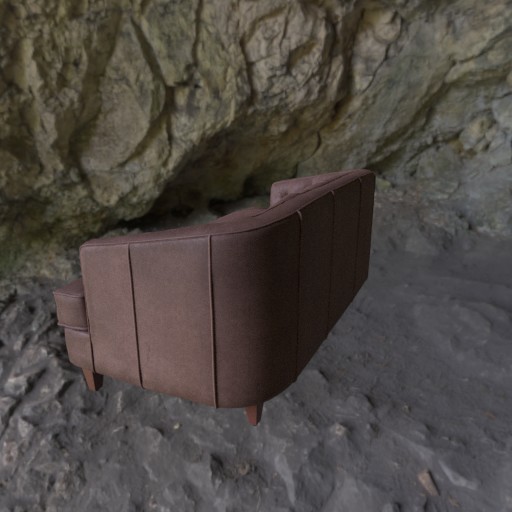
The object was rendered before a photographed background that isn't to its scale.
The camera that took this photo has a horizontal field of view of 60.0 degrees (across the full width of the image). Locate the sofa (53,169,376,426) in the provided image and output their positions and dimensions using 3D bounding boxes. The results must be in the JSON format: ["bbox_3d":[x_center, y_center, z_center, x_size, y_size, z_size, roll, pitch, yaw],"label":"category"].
[{"bbox_3d":[0.000,0.000,2.241,0.917,0.799,1.767,8,19,25],"label":"sofa"}]
